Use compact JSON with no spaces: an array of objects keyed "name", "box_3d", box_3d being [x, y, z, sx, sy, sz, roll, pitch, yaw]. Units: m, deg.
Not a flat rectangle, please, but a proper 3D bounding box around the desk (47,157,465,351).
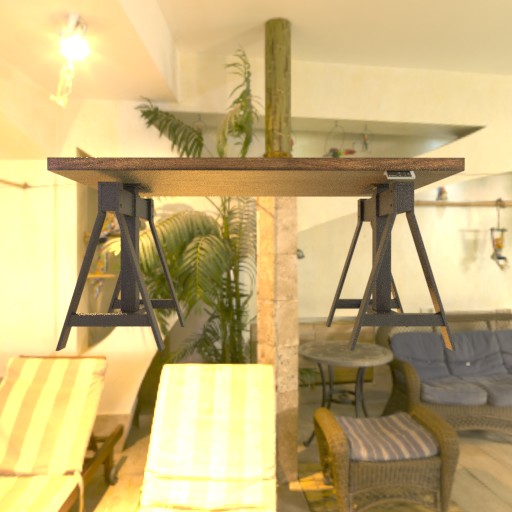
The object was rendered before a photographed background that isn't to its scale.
[{"name":"desk","box_3d":[0.000,0.000,1.990,1.543,0.725,0.784,0,1,0]}]
